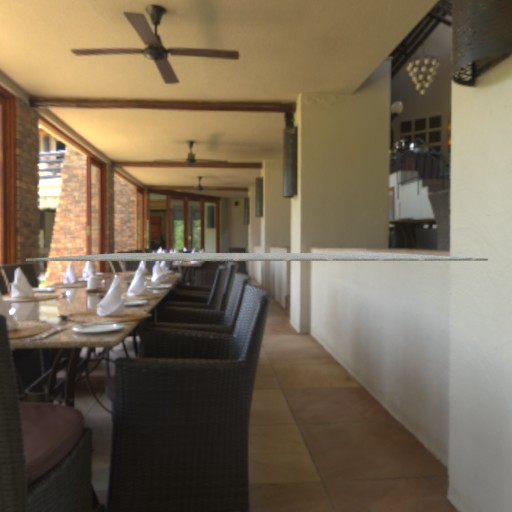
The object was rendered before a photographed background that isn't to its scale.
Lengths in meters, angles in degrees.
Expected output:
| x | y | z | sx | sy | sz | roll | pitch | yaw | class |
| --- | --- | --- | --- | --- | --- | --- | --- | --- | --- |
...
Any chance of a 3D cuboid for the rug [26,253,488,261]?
| x | y | z | sx | sy | sz | roll | pitch | yaw | class |
| --- | --- | --- | --- | --- | --- | --- | --- | --- | --- |
| 0.000 | 0.000 | 2.711 | 2.080 | 0.010 | 1.451 | 0 | 1 | -1 | rug |
